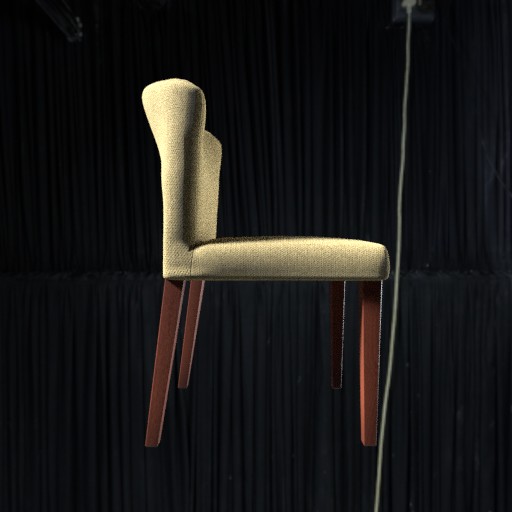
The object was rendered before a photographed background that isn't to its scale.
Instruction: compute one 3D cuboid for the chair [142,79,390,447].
[{"bbox_3d":[0.000,0.000,1.196,0.589,0.839,0.491,0,1,0],"label":"chair"}]
